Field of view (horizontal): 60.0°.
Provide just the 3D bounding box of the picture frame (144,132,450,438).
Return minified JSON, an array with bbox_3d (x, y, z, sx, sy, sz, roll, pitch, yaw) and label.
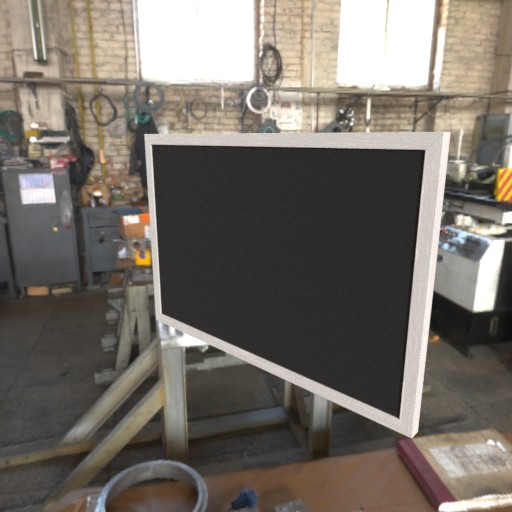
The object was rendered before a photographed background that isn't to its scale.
[{"bbox_3d":[0.000,0.000,1.200,0.950,0.640,0.029,14,20,41],"label":"picture frame"}]
